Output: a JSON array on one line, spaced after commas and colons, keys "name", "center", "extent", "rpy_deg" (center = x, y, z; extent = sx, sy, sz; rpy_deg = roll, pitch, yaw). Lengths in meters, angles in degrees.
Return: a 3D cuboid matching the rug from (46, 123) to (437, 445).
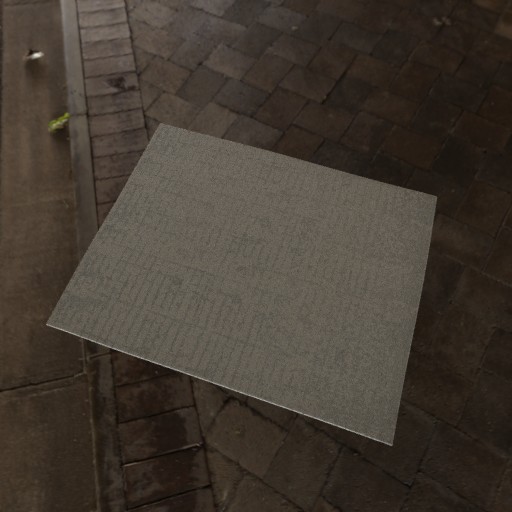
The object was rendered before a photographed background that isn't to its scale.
[{"name": "rug", "center": [0.000, 0.000, 4.166], "extent": [3.061, 0.014, 2.447], "rpy_deg": [17, 65, 8]}]
